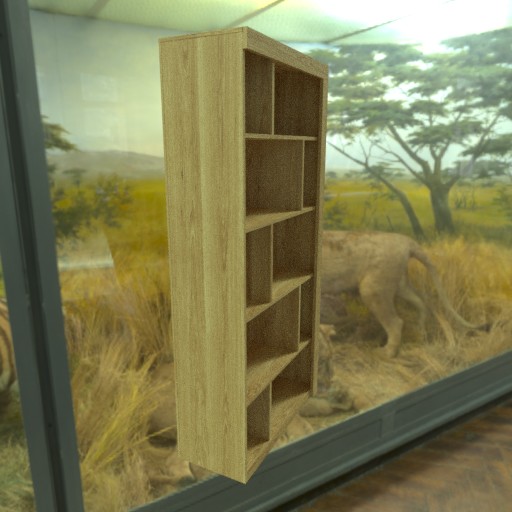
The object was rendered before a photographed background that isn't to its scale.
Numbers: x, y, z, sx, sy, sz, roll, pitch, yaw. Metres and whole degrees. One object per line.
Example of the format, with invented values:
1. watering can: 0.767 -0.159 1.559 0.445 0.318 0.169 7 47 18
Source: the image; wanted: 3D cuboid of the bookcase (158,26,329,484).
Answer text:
1. bookcase: 0.000 0.000 2.395 0.420 2.020 0.950 7 16 27
